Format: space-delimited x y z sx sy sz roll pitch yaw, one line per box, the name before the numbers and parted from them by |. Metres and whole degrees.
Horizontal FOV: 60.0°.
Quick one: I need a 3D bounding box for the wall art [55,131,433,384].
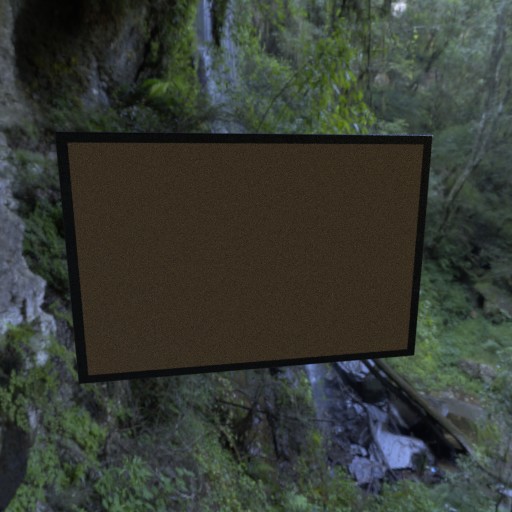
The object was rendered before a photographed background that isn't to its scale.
wall art | 0.000 0.000 0.767 0.610 0.409 0.038 -2 13 -10
